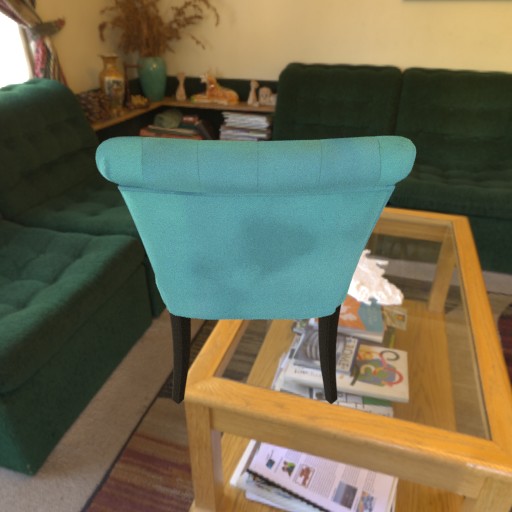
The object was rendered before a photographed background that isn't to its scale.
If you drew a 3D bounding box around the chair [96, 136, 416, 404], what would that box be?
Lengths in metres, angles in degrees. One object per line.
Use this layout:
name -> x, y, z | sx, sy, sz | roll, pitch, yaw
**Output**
chair -> 0.000, 0.000, 1.183 | 0.582, 0.750, 0.605 | 0, 30, 0
